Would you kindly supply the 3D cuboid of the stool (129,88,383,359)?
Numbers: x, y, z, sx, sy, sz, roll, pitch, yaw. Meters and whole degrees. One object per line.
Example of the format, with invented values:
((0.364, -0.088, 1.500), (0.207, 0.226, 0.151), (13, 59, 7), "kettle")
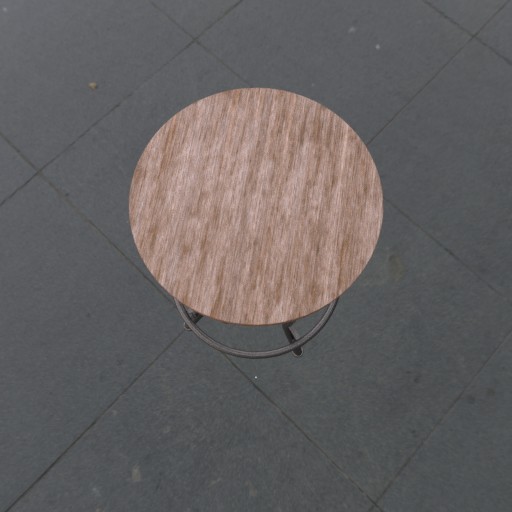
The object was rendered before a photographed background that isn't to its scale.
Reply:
((0.000, 0.000, 0.902), (0.439, 0.609, 0.439), (-31, 77, -8), "stool")
